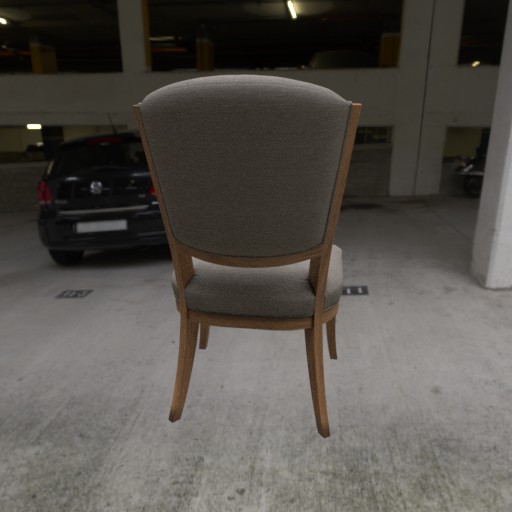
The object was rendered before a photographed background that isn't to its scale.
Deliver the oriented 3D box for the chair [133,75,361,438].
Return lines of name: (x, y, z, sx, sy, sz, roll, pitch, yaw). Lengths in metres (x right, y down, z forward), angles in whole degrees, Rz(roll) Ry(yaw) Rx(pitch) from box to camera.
chair: (0.000, 0.000, 1.256, 0.513, 0.905, 0.584, 3, 17, 8)
